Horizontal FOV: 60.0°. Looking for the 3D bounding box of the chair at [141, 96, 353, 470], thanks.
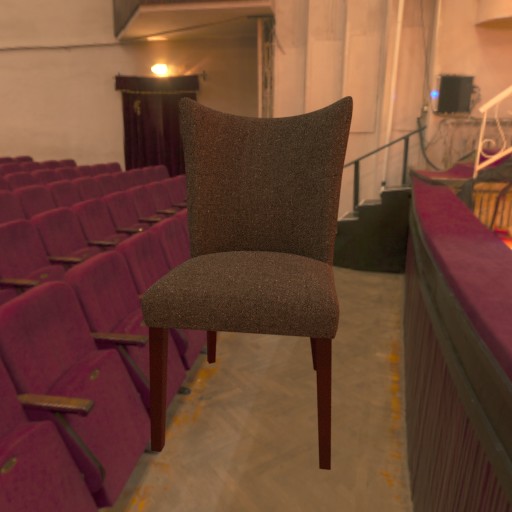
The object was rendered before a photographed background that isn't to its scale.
[{"bbox_3d":[0.000,0.000,1.312,0.535,0.924,0.623,2,15,8],"label":"chair"}]
